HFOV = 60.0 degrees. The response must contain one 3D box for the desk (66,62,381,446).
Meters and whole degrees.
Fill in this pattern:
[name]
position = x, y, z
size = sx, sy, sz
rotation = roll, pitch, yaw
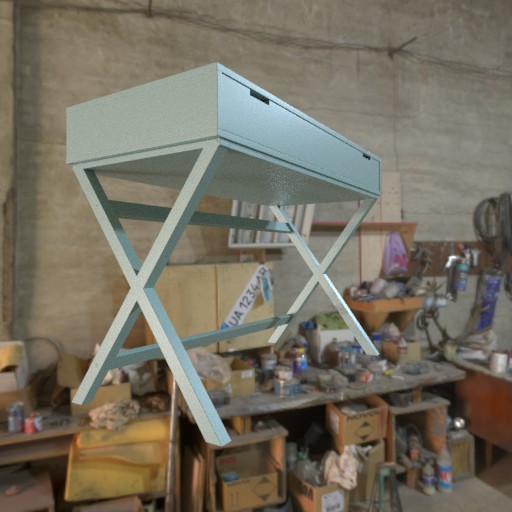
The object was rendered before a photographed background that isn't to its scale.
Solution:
[desk]
position = 0.000, 0.000, 1.472
size = 0.509, 0.780, 1.059
rotation = 0, 0, 33
